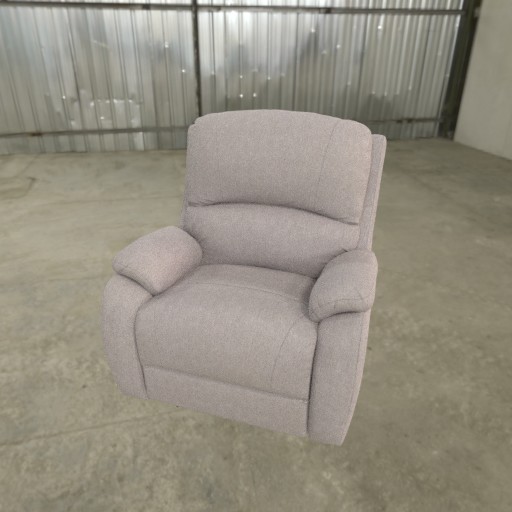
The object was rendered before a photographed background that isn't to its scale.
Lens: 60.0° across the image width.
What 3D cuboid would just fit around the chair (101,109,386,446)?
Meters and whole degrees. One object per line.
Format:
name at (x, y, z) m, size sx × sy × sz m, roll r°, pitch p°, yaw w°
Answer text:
chair at (0.000, 0.000, 1.744) m, size 0.930 × 1.011 × 0.899 m, roll 8°, pitch 28°, yaw 15°
